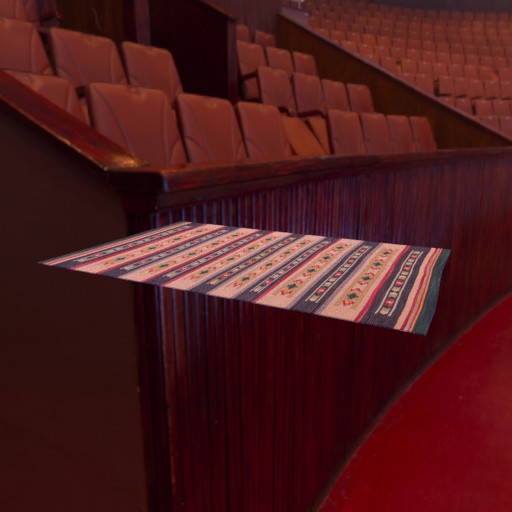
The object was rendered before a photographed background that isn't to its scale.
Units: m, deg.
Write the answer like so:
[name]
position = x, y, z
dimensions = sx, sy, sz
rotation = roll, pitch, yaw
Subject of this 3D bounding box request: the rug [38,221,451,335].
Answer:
[rug]
position = 0.000, 0.000, 2.940
dimensions = 2.311, 0.010, 1.522
rotation = 8, 17, 26
